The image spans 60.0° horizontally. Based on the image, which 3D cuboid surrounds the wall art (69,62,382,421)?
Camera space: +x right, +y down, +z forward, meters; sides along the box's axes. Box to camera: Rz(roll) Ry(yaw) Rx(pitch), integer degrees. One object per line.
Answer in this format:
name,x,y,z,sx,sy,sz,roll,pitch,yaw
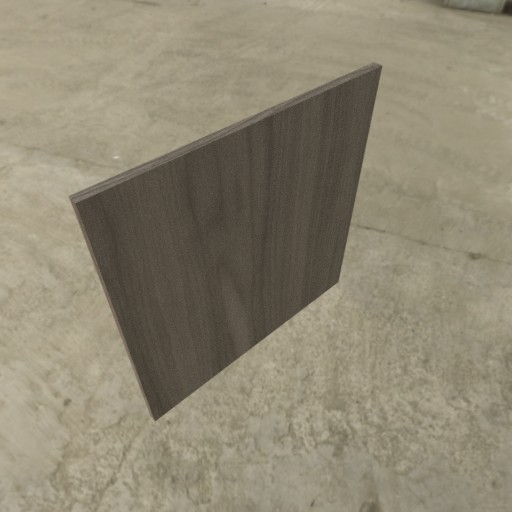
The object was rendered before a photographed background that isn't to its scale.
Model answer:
wall art,0.000,0.000,0.751,0.508,0.507,0.016,-32,54,-28
